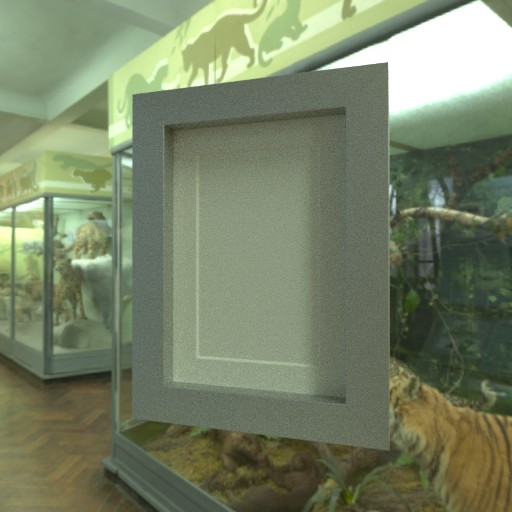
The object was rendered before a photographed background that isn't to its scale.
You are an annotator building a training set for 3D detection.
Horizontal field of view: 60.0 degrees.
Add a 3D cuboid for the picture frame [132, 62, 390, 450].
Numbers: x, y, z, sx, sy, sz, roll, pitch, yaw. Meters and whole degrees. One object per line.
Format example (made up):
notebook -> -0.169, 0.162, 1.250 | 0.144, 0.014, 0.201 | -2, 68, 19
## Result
picture frame -> 0.000, 0.000, 0.273 | 0.157, 0.208, 0.028 | 0, 0, 18
